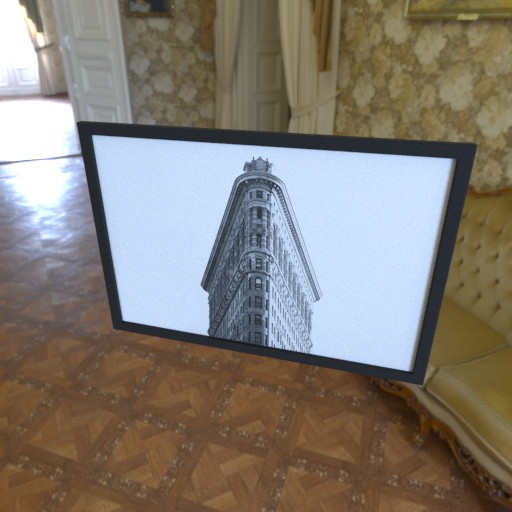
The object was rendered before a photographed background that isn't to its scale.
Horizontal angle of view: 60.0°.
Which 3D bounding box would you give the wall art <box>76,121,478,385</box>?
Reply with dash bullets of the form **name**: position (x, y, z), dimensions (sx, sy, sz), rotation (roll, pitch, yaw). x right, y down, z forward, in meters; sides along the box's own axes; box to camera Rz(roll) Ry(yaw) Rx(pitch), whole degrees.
- **wall art**: position (0.000, 0.000, 1.198), dimensions (0.964, 0.659, 0.049), rotation (8, 28, 15)
